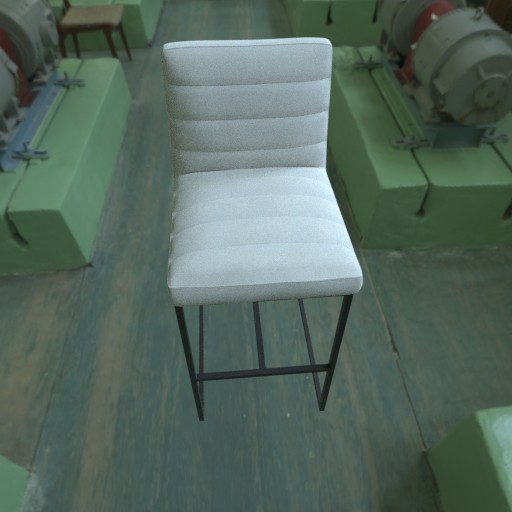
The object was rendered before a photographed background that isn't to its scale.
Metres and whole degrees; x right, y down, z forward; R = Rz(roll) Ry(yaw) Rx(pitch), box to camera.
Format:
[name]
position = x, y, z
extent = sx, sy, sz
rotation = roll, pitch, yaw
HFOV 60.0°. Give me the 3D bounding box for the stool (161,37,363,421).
[stool]
position = 0.000, 0.000, 1.342
extent = 0.464, 1.061, 0.573
rotation = -4, 46, -3
